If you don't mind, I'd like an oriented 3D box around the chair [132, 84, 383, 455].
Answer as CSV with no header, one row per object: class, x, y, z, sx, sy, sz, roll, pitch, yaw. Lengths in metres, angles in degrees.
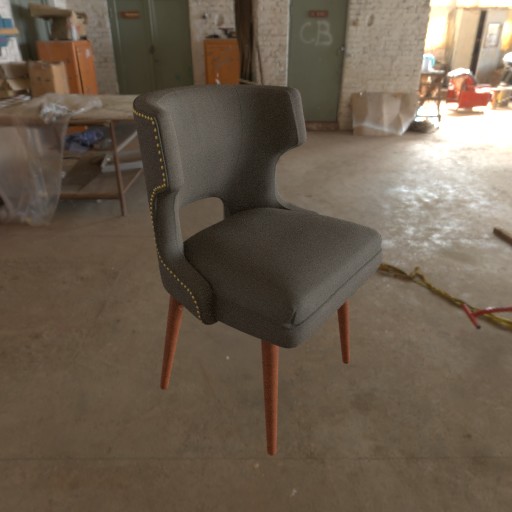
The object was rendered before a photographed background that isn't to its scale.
chair,0.000,0.000,1.249,0.581,0.863,0.595,18,32,32
